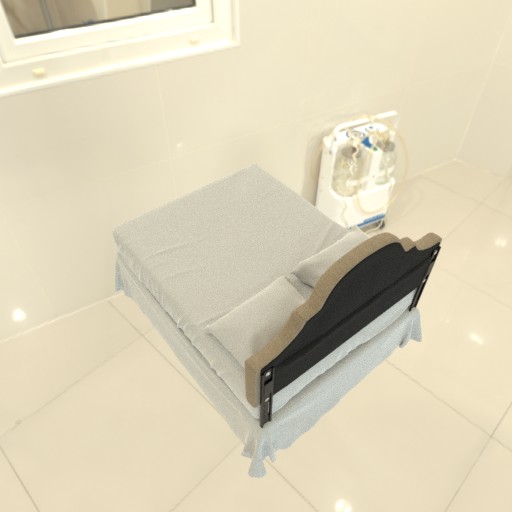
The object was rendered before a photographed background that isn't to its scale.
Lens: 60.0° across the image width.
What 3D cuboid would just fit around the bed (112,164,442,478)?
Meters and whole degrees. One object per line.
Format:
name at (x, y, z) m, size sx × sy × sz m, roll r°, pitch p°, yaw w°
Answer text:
bed at (0.000, 0.000, 3.409) m, size 1.780 × 1.634 × 2.222 m, roll -29°, pitch 52°, yaw -26°
